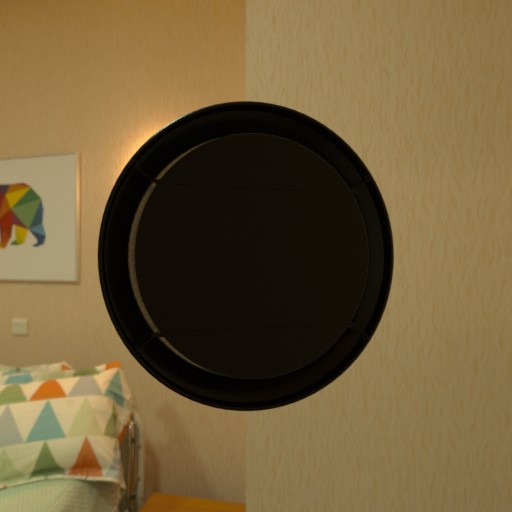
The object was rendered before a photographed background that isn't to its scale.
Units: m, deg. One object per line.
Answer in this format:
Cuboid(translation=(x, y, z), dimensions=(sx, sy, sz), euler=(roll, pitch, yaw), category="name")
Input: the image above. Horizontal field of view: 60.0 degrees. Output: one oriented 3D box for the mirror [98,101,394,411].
Cuboid(translation=(0.000, 0.000, 1.353), dimensions=(0.907, 0.907, 0.111), euler=(0, 0, -17), category="mirror")
